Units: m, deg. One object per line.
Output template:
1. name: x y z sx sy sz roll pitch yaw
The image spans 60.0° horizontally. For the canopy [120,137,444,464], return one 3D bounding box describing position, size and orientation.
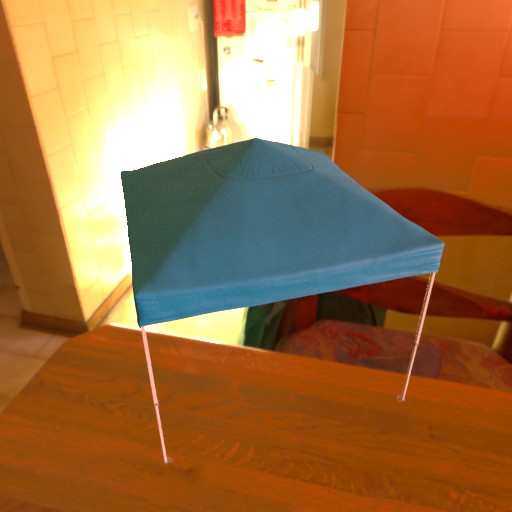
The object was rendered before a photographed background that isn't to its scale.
1. canopy: 0.000 0.000 5.573 2.998 2.997 2.996 -9 33 -14
